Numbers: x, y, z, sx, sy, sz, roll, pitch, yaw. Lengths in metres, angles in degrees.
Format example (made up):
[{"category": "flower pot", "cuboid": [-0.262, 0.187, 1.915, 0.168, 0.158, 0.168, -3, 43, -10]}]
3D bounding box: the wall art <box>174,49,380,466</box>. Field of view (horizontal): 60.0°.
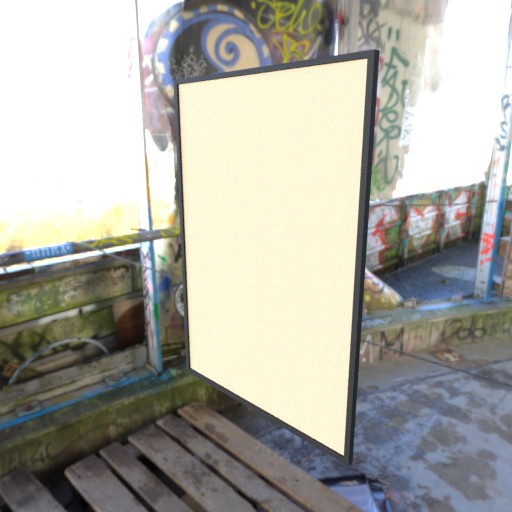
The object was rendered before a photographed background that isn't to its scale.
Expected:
[{"category": "wall art", "cuboid": [0.000, 0.000, 0.838, 0.460, 0.660, 0.013, 14, 20, 43]}]
